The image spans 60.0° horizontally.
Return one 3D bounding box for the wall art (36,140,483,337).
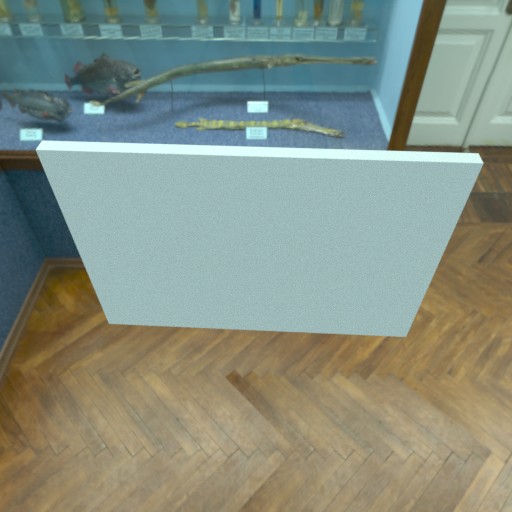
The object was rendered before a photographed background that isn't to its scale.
[{"bbox_3d":[0.000,0.000,1.638,1.308,0.902,0.051,2,47,2],"label":"wall art"}]
